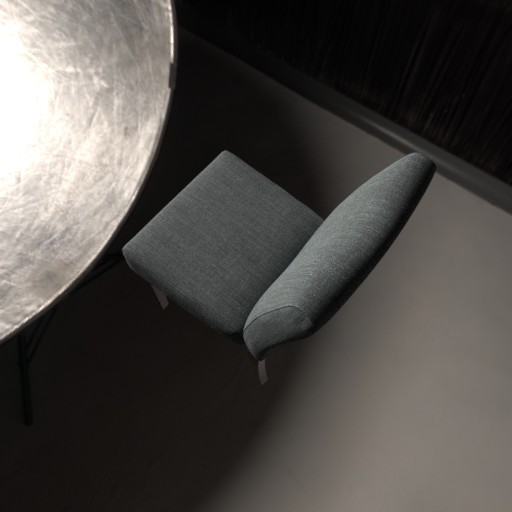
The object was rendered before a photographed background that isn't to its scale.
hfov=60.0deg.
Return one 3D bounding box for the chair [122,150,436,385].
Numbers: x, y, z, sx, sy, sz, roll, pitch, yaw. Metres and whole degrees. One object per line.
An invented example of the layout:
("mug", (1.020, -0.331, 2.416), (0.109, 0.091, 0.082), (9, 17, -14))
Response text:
("chair", (0.000, 0.000, 1.280), (0.629, 0.884, 0.487), (35, 68, 16))
